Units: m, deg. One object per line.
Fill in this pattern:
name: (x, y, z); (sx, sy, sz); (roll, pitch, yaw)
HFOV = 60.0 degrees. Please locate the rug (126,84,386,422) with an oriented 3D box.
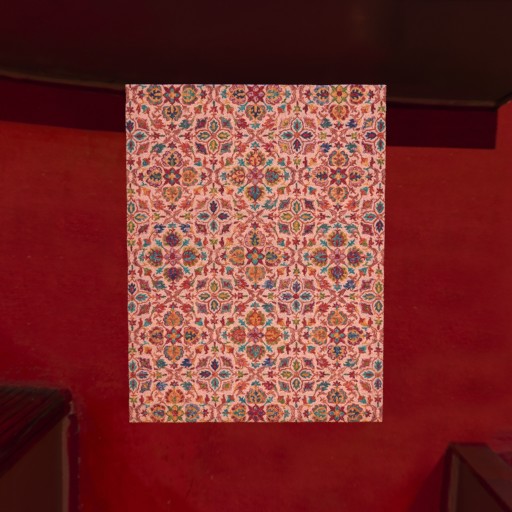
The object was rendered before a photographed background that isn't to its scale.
rug: (0.000, 0.000, 4.219); (2.446, 0.020, 3.215); (0, 92, 0)
